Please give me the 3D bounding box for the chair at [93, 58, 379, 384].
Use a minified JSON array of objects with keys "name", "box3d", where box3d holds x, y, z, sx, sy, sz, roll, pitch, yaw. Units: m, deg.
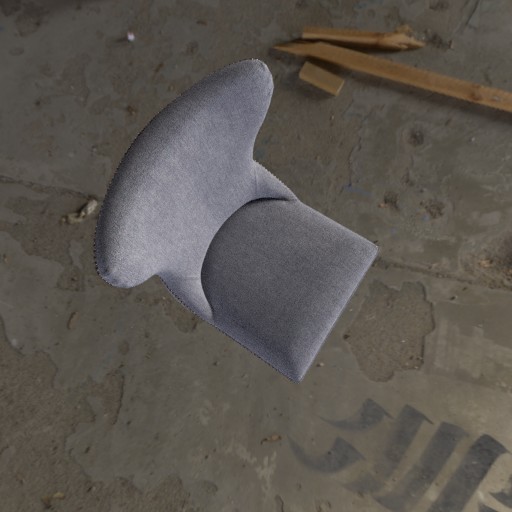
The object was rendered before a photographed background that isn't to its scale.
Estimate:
[{"name":"chair","box3d":[0.000,0.000,1.460,0.681,1.002,0.654,32,78,8]}]
